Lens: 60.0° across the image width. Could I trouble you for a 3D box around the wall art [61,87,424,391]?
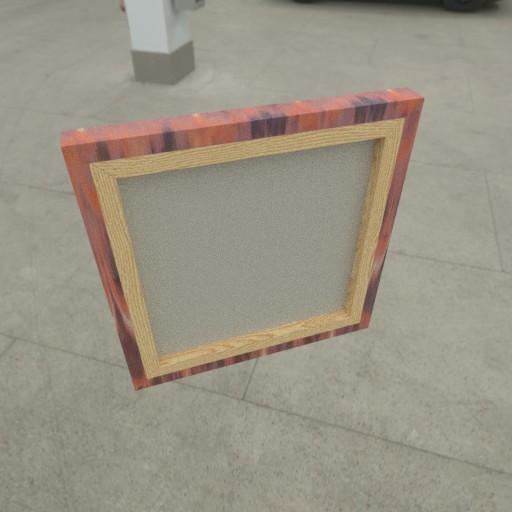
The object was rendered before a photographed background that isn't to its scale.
[{"bbox_3d":[0.000,0.000,0.613,0.403,0.406,0.038,-12,41,-14],"label":"wall art"}]
